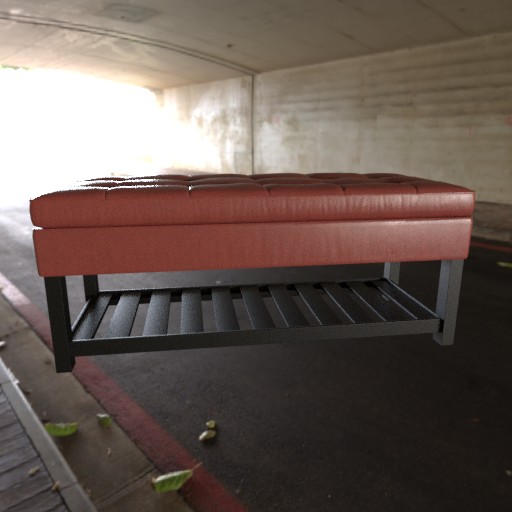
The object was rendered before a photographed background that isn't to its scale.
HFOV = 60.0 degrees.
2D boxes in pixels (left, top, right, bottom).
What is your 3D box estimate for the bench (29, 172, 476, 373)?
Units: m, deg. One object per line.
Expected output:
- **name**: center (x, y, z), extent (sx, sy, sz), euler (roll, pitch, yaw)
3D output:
- **bench**: center (0.000, 0.000, 1.321), extent (1.105, 0.460, 0.432), euler (-2, 15, -8)
